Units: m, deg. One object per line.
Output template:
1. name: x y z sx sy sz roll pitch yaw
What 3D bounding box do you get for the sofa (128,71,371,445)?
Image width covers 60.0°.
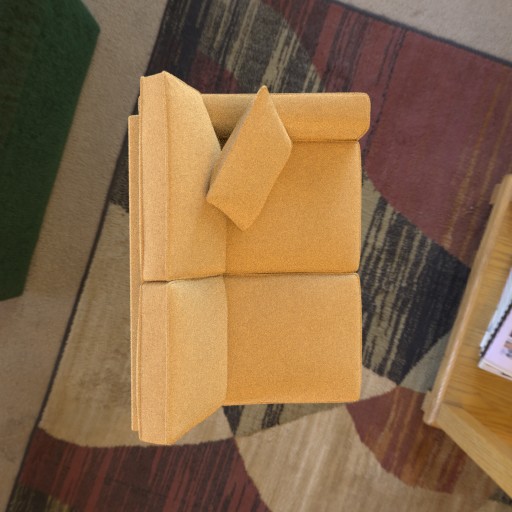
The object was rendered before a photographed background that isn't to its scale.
1. sofa: 0.000 0.000 2.035 0.991 0.989 1.388 0 92 -1
